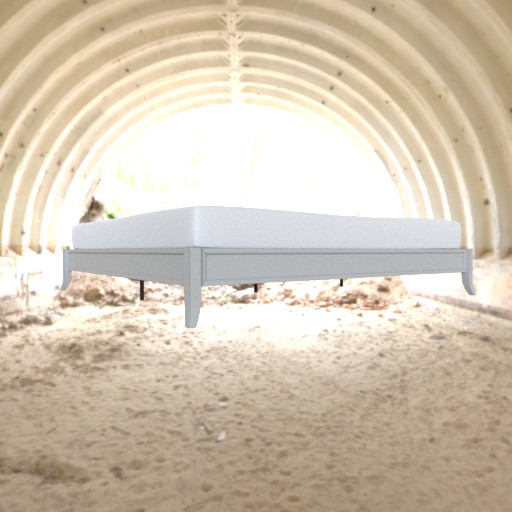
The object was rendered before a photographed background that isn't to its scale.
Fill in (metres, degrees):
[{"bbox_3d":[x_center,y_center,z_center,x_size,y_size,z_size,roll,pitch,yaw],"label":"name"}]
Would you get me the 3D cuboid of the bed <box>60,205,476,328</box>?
[{"bbox_3d":[0.000,0.000,3.085,2.108,0.510,2.007,0,1,-36],"label":"bed"}]
